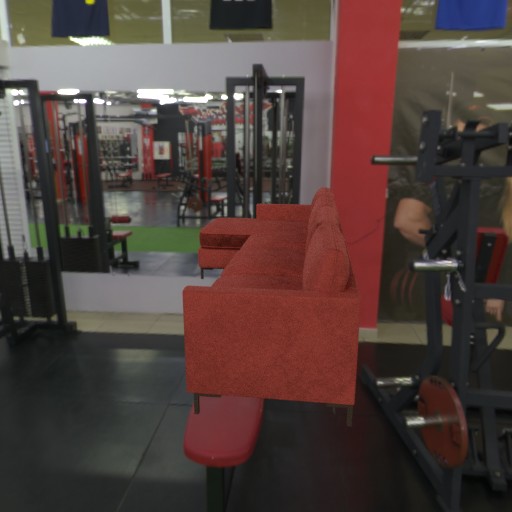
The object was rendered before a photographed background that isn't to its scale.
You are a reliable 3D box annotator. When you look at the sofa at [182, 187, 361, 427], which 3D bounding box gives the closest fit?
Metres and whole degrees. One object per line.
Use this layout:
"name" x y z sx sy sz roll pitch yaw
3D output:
"sofa" 0.000 0.000 3.942 1.500 0.967 3.400 2 14 8
